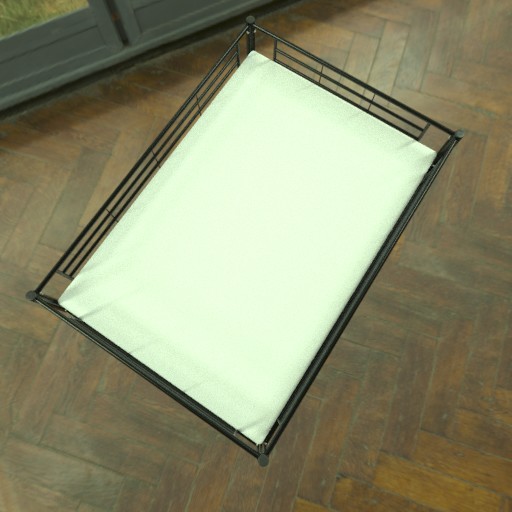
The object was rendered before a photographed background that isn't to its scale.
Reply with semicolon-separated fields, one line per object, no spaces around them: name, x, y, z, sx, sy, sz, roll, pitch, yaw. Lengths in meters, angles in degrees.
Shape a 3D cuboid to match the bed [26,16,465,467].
bed;0.000;0.000;3.134;1.397;1.803;1.994;32;77;8
